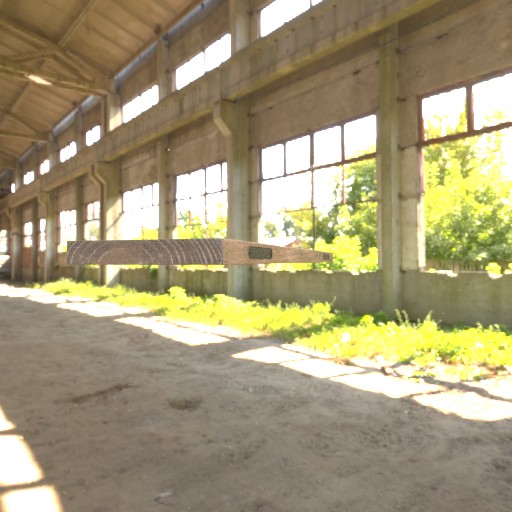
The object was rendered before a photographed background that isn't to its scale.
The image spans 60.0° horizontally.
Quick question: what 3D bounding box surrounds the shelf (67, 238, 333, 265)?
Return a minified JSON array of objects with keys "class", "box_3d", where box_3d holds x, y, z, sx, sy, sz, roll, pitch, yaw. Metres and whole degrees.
[{"class":"shelf","box_3d":[0.000,0.000,0.639,0.140,0.020,0.610,0,-1,17]}]
